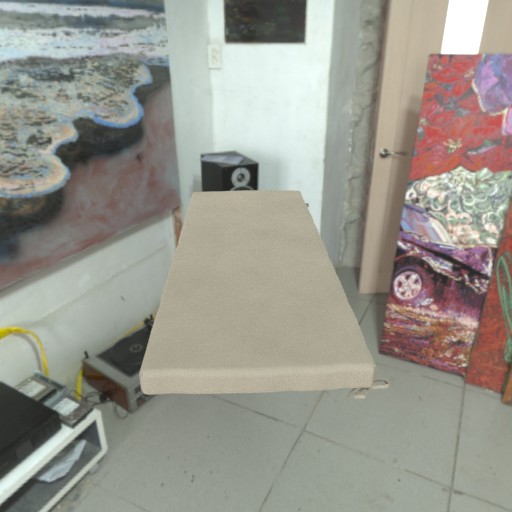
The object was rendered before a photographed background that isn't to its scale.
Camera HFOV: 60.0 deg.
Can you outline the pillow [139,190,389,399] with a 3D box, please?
[{"bbox_3d":[0.000,0.000,1.361,0.492,0.081,1.187,-1,25,-2],"label":"pillow"}]
